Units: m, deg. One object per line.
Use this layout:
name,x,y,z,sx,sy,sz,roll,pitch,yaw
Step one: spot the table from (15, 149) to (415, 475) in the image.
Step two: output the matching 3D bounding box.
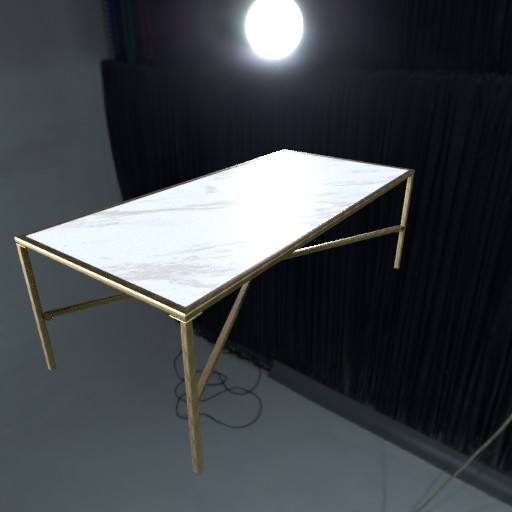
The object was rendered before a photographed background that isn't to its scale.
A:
table,0.000,0.000,1.442,0.577,0.405,1.197,18,31,32
